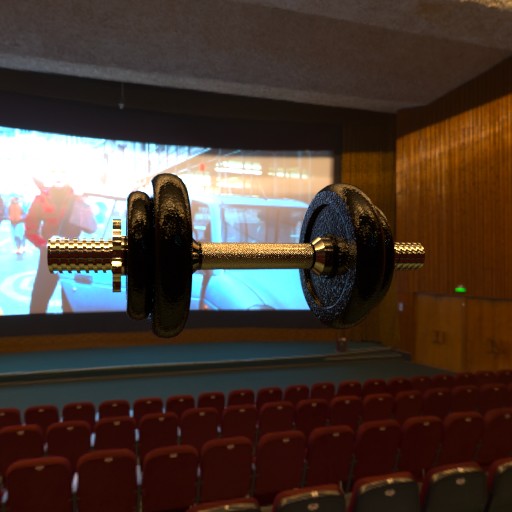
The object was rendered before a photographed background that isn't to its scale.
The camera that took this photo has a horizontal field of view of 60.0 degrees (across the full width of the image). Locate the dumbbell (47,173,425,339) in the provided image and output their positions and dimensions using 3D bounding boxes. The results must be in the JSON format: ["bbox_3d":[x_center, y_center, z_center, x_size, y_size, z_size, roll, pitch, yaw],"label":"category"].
[{"bbox_3d":[0.000,0.000,0.583,0.497,0.202,0.202,0,0,-17],"label":"dumbbell"}]
